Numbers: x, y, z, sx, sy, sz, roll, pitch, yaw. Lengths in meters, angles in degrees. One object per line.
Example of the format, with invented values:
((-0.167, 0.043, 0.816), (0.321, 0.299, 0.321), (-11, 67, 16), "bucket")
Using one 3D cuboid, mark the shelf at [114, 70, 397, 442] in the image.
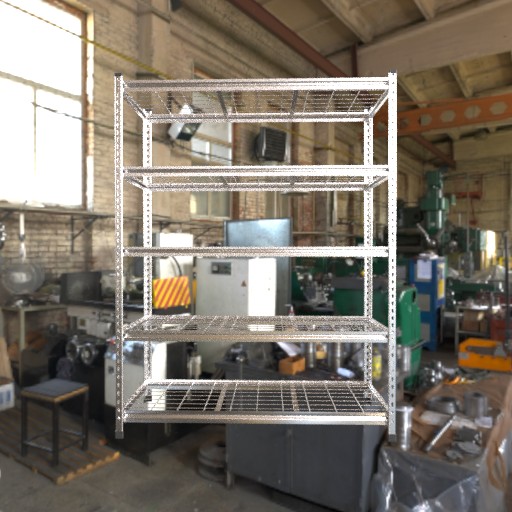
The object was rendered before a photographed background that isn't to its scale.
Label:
((0.000, 0.000, 2.685), (1.524, 1.981, 0.610), (0, 0, 2), "shelf")
